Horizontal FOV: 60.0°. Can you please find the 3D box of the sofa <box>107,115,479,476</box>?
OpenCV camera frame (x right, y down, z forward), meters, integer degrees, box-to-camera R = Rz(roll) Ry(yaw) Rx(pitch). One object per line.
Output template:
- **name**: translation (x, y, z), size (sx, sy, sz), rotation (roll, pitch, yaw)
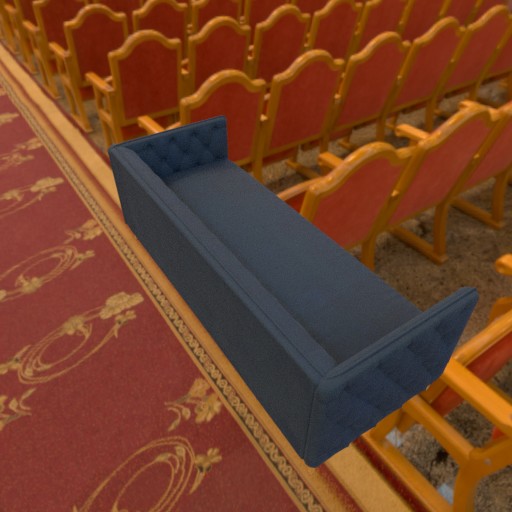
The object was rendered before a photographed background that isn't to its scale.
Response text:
- **sofa**: translation (0.000, 0.000, 2.616), size (0.895, 0.771, 2.209), rotation (-24, 47, -25)
